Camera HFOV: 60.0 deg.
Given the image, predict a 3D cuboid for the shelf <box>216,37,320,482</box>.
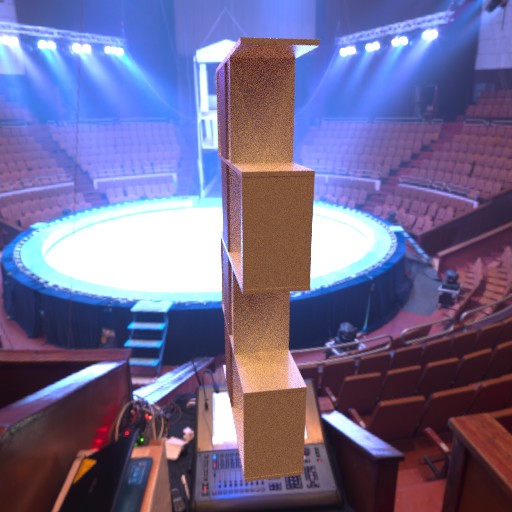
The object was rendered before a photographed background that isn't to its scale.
[{"bbox_3d":[0.000,0.000,2.006,0.250,1.650,0.890,-3,17,-9],"label":"shelf"}]
